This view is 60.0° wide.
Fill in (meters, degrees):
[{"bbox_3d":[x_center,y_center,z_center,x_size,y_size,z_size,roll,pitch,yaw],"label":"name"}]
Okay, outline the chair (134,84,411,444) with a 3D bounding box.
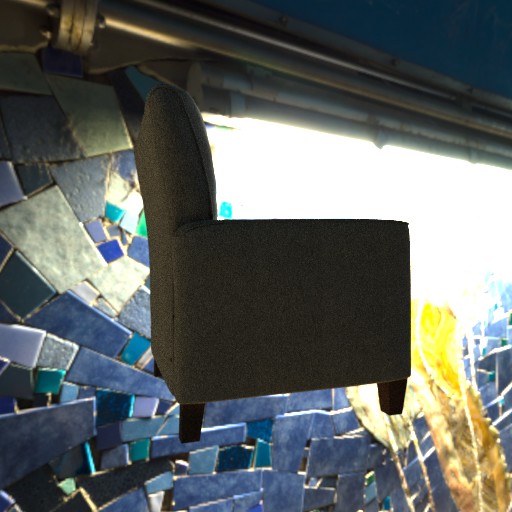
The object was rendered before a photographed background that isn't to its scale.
[{"bbox_3d":[0.000,0.000,1.669,0.858,1.028,0.841,0,0,-19],"label":"chair"}]
